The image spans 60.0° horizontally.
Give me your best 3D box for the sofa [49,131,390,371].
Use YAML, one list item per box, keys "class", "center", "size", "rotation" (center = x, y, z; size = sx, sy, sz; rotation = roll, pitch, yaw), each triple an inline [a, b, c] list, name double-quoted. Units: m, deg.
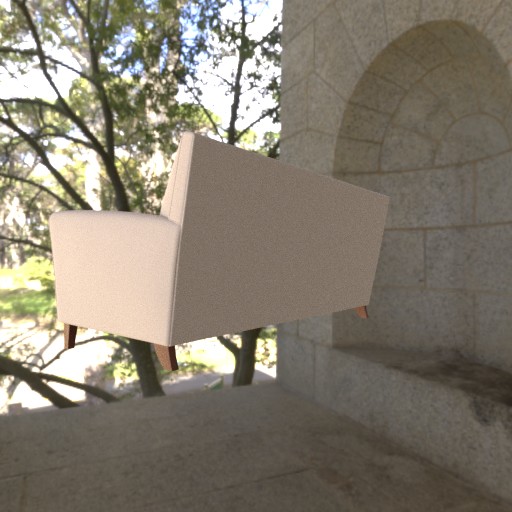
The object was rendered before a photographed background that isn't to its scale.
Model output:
- class: "sofa"
  center: [0.000, 0.000, 2.512]
  size: [0.875, 0.846, 2.000]
  rotation: [0, -1, 36]
